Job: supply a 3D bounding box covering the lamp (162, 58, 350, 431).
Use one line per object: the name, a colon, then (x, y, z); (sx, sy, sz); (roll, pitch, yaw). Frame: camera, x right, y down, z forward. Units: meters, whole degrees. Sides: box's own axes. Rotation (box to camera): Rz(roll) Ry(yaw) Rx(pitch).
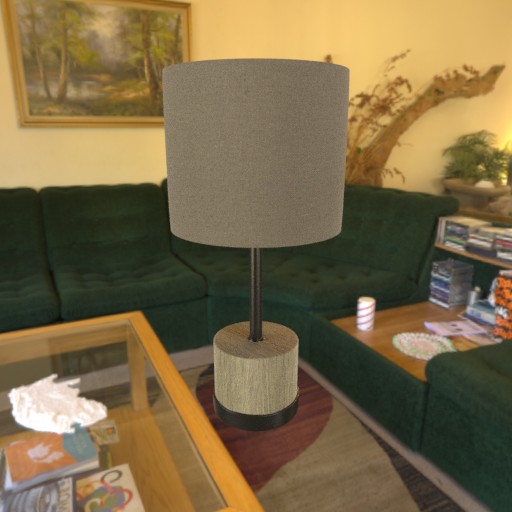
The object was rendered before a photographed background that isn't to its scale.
lamp: (0.000, 0.000, 0.611); (0.229, 0.470, 0.229); (-15, 21, -42)
